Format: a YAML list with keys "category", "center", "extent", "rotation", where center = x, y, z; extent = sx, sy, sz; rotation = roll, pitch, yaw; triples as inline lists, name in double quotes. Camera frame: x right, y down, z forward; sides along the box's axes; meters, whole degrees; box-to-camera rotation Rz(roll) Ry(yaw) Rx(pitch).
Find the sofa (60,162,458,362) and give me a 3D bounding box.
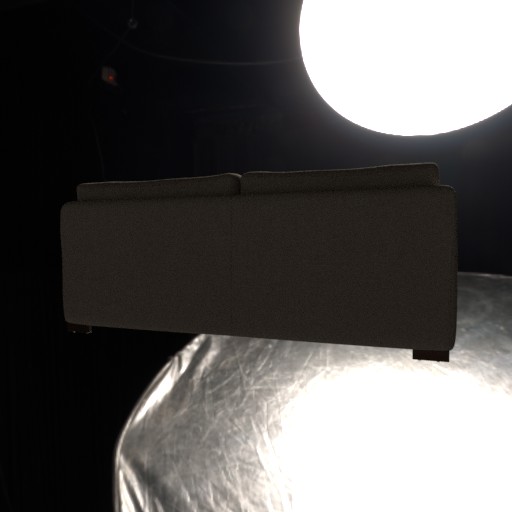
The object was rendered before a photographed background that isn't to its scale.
- category: "sofa"
  center: [0.000, 0.000, 2.895]
  extent: [2.354, 0.980, 0.962]
  rotation: [0, 1, 20]
